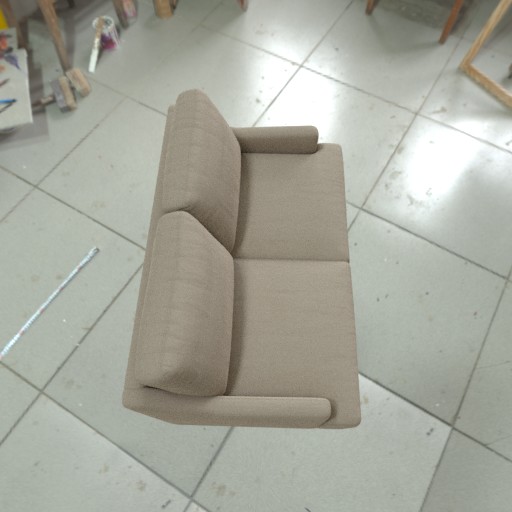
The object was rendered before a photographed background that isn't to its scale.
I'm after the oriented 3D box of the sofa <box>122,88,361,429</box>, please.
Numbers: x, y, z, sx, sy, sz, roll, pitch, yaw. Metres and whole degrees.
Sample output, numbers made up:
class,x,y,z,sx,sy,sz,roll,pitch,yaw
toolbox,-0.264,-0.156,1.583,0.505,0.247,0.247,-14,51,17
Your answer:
class,x,y,z,sx,sy,sz,roll,pitch,yaw
sofa,0.000,0.000,2.284,1.004,0.910,1.619,1,63,1
